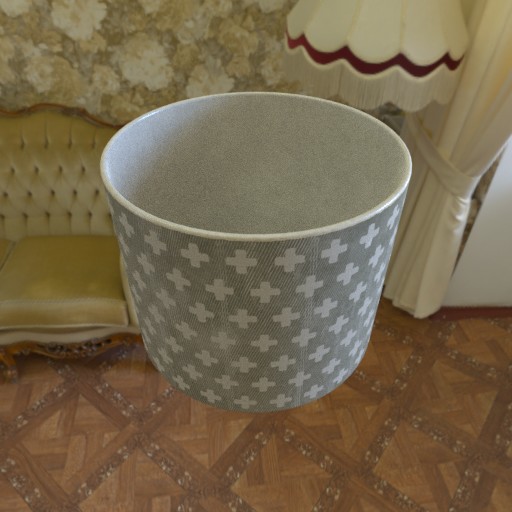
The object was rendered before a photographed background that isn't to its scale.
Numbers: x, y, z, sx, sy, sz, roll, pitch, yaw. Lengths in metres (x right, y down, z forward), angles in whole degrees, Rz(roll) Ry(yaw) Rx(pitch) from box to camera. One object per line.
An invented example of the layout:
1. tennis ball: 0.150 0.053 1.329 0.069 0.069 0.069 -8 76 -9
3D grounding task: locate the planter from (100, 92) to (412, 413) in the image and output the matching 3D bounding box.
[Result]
1. planter: 0.000 0.000 0.337 0.190 0.181 0.190 0 40 0
